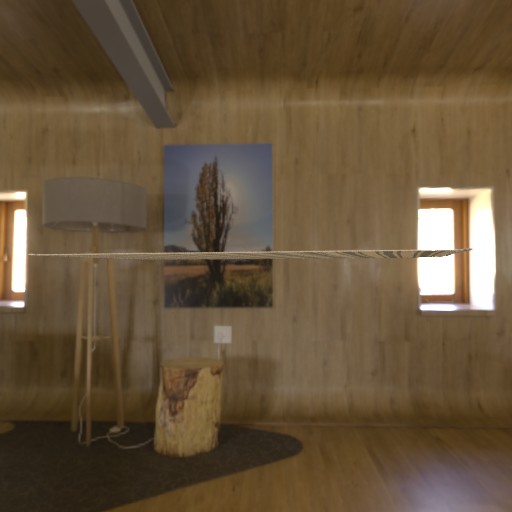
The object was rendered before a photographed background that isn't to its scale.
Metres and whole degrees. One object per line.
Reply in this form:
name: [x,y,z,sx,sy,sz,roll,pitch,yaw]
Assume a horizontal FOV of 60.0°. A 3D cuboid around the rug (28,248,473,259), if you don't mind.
rug: [0.000,0.000,2.511,2.084,0.009,1.222,-1,-2,18]
